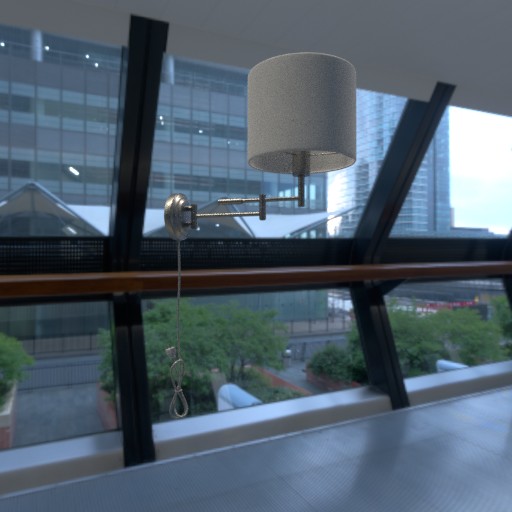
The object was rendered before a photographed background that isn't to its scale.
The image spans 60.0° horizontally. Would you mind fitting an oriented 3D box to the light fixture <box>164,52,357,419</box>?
[{"bbox_3d":[0.000,0.000,1.077,0.479,0.842,0.253,0,-1,19],"label":"light fixture"}]
